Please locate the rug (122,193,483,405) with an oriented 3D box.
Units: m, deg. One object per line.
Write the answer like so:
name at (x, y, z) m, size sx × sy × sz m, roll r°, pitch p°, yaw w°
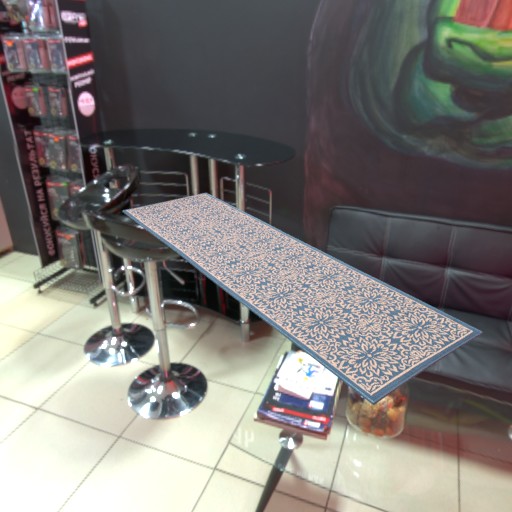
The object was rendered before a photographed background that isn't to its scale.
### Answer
rug at (0.000, 0.000, 2.400) m, size 0.662 × 0.011 × 2.196 m, roll -18°, pitch 31°, yaw -32°
